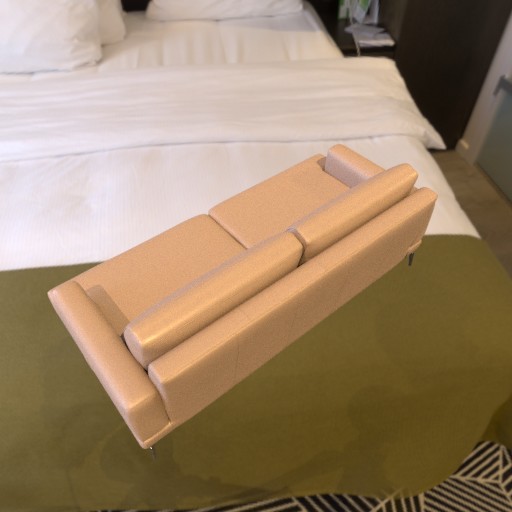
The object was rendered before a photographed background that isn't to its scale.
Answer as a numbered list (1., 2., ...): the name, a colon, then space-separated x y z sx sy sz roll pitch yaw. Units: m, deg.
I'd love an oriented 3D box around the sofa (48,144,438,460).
1. sofa: 0.000 0.000 2.362 1.940 0.765 0.974 -31 54 -26
